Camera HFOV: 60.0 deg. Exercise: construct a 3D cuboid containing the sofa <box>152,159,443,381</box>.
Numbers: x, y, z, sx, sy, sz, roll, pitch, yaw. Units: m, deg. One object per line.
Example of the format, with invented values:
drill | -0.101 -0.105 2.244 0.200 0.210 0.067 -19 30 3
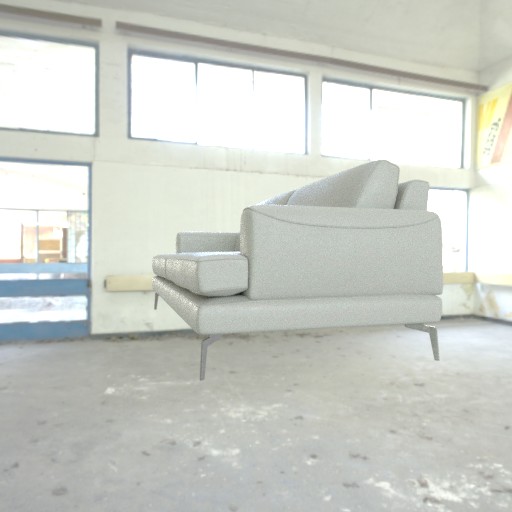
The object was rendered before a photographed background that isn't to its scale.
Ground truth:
sofa | 0.000 0.000 2.399 0.974 0.765 1.940 0 0 -17
